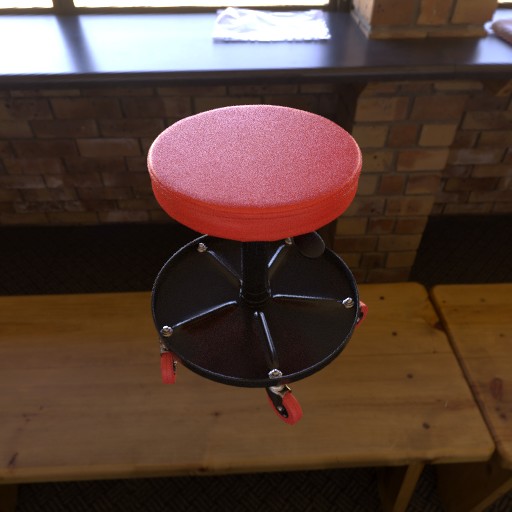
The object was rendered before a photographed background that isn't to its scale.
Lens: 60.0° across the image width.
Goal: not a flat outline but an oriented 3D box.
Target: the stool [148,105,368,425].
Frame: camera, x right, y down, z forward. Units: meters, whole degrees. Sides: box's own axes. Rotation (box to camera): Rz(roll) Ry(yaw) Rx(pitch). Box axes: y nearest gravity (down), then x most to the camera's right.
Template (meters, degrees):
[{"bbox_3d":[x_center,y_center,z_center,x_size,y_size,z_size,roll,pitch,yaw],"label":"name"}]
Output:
[{"bbox_3d":[0.000,0.000,0.683,0.381,0.365,0.382,-24,48,-24],"label":"stool"}]
